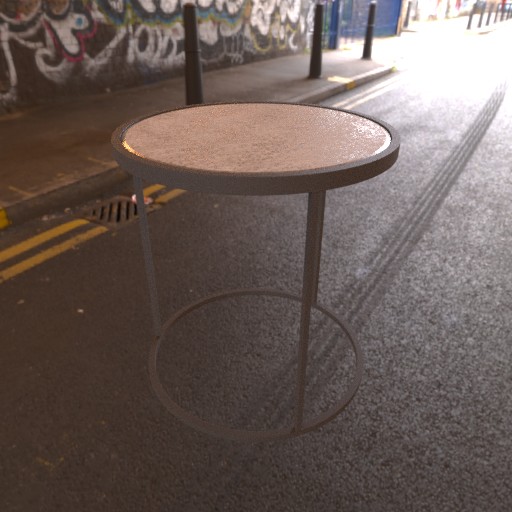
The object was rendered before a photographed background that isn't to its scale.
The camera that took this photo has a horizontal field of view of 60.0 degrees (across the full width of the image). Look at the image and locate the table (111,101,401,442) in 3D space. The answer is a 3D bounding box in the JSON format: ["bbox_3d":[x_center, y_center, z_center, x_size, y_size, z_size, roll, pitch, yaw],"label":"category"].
[{"bbox_3d":[0.000,0.000,0.871,0.470,0.498,0.470,0,30,0],"label":"table"}]
